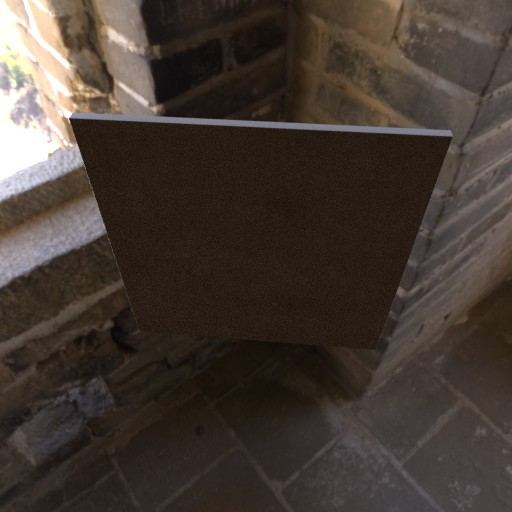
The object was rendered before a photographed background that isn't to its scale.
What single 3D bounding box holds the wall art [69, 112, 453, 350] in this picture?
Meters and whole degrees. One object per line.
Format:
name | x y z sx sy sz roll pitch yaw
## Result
wall art | 0.000 0.000 1.007 0.664 0.661 0.020 4 46 4
